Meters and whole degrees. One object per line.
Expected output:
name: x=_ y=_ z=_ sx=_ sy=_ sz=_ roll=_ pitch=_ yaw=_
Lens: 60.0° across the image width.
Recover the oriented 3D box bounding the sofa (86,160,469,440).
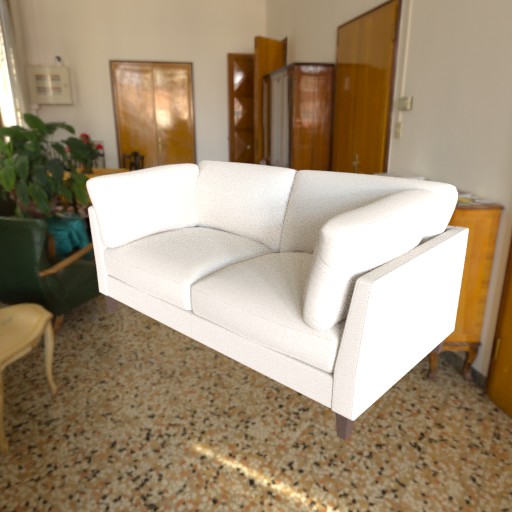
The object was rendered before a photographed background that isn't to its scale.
sofa: x=0.000 y=0.000 z=2.275 sx=1.776 sy=0.836 sz=0.970 roll=15 pitch=23 yaw=41
